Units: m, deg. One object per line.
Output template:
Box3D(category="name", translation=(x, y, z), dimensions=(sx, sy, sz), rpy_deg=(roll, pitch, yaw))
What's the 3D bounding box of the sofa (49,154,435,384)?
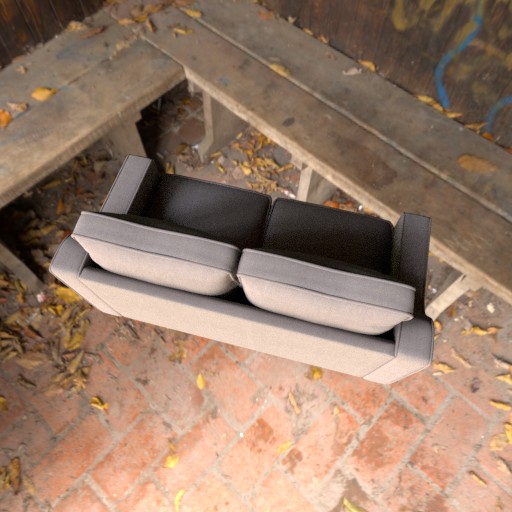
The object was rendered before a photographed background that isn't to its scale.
Box3D(category="sofa", translation=(0.000, 0.000, 2.065), dimensions=(1.500, 0.948, 0.791), rpy_deg=(13, 64, 7))
